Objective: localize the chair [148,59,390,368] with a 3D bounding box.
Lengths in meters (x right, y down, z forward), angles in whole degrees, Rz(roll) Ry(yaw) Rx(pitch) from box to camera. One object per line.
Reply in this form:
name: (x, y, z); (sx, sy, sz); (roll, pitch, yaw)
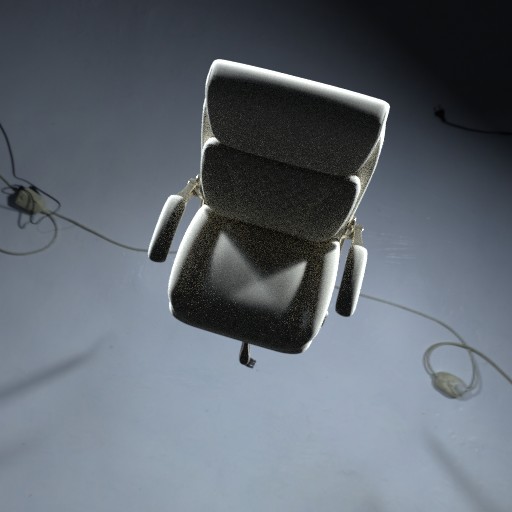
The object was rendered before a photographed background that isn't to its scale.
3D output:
chair: (0.000, 0.000, 1.628); (0.740, 1.110, 0.794); (13, 76, 3)
